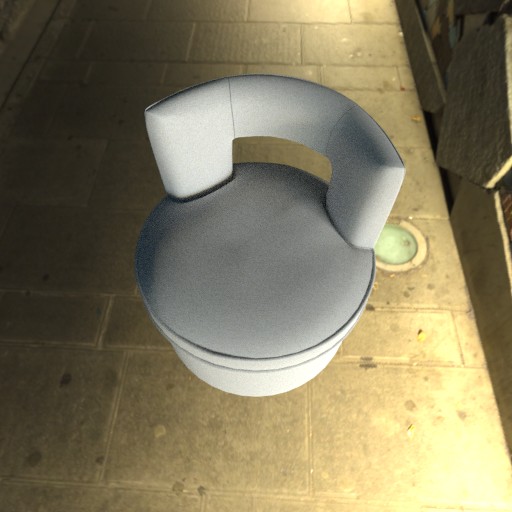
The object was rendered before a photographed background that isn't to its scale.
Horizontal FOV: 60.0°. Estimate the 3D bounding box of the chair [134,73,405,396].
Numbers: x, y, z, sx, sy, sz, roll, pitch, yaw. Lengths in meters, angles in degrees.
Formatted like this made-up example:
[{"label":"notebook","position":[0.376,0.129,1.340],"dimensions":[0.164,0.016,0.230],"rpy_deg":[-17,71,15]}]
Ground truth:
[{"label":"chair","position":[0.000,0.000,1.241],"dimensions":[0.650,0.723,0.665],"rpy_deg":[15,58,10]}]
